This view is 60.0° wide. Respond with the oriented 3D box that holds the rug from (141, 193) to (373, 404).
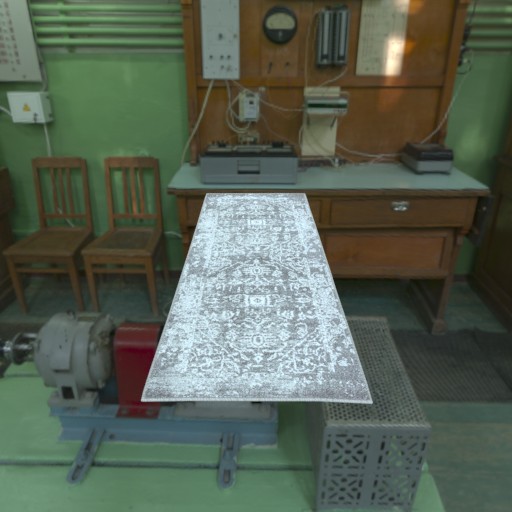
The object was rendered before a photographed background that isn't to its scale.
[{"bbox_3d":[0.000,0.000,2.712,0.855,0.017,2.452,0,26,0],"label":"rug"}]
